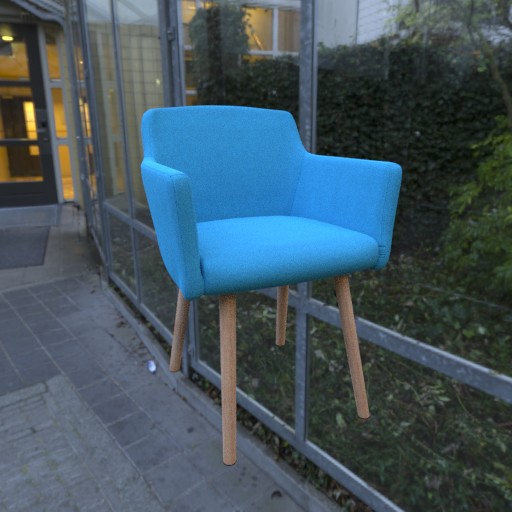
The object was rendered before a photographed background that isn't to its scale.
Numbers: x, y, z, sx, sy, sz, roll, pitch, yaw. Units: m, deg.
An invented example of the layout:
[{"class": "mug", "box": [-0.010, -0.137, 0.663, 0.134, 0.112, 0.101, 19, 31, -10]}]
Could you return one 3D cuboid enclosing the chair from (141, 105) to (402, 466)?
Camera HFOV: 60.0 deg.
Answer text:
[{"class": "chair", "box": [0.000, 0.000, 1.185, 0.570, 0.780, 0.540, -8, 18, -25]}]
